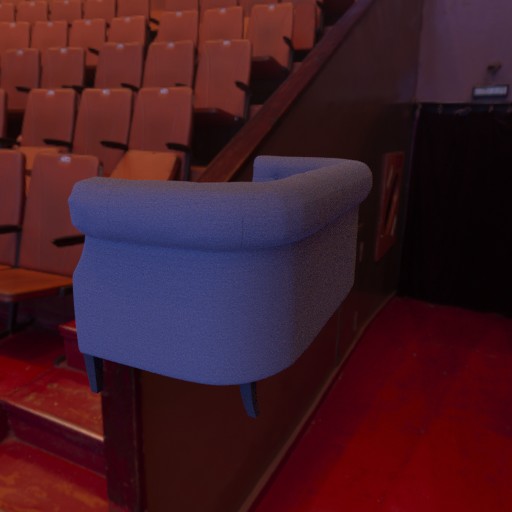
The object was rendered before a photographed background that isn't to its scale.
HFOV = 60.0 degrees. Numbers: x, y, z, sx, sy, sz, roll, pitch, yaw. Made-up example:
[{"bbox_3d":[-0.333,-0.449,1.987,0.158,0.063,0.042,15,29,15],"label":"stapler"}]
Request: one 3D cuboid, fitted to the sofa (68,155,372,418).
[{"bbox_3d":[0.000,0.000,2.038,0.835,0.827,1.558,7,18,24],"label":"sofa"}]
